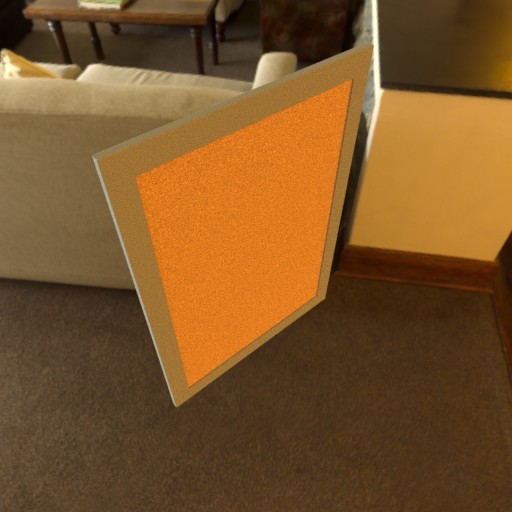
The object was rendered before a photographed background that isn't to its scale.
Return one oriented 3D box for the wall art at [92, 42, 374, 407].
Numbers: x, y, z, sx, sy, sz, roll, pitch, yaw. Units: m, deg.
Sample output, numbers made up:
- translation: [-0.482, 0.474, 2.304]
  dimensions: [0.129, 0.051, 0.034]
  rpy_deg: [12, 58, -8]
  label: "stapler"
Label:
- translation: [0.000, 0.000, 0.671]
  dimensions: [0.374, 0.529, 0.012]
  rpy_deg: [-32, 55, -25]
  label: "wall art"
